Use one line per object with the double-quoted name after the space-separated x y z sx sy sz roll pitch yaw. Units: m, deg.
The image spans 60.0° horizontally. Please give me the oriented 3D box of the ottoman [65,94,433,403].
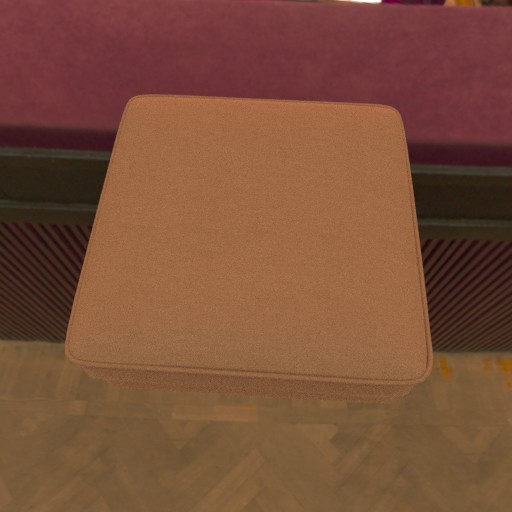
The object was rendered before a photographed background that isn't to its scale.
0.000 0.000 1.001 0.616 0.438 0.613 3 64 2 "ottoman"
